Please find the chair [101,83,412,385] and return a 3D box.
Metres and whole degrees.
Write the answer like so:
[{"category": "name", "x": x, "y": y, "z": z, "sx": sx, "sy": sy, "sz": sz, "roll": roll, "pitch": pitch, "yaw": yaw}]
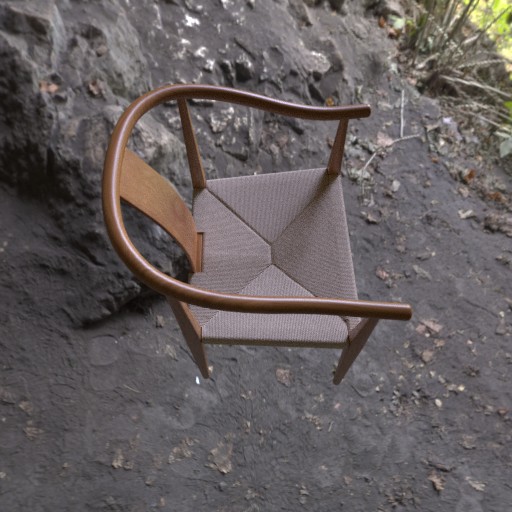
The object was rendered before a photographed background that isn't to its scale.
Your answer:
[{"category": "chair", "x": 0.000, "y": 0.000, "z": 1.190, "sx": 0.579, "sy": 0.800, "sz": 0.556, "roll": -1, "pitch": 63, "yaw": -1}]
